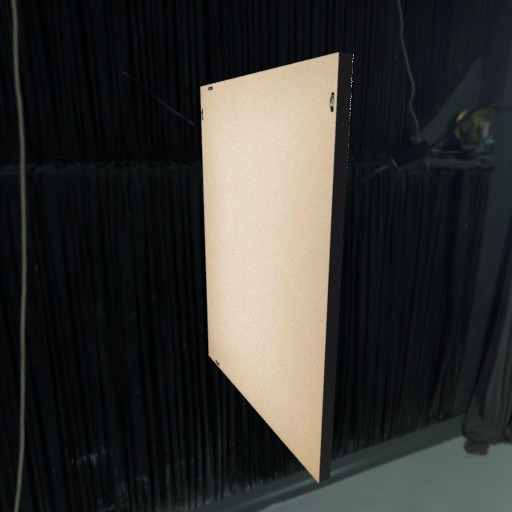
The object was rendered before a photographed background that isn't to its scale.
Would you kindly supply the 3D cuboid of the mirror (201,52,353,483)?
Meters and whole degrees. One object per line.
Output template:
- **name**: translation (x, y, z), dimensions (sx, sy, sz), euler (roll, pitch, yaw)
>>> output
- **mirror**: translation (0.000, 0.000, 1.331), dimensions (0.041, 1.016, 0.762), euler (-8, 17, -26)
